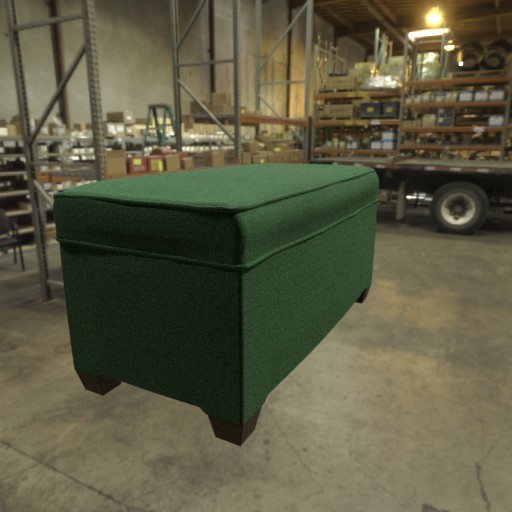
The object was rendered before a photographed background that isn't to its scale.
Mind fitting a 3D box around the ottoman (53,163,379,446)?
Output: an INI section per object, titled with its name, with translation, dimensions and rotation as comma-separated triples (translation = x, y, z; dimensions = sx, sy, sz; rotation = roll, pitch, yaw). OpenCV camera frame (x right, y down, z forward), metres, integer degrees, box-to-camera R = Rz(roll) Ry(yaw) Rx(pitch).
[ottoman]
translation = 0.000, 0.000, 1.232
dimensions = 0.483, 0.471, 0.957
rotation = 8, 17, 27
